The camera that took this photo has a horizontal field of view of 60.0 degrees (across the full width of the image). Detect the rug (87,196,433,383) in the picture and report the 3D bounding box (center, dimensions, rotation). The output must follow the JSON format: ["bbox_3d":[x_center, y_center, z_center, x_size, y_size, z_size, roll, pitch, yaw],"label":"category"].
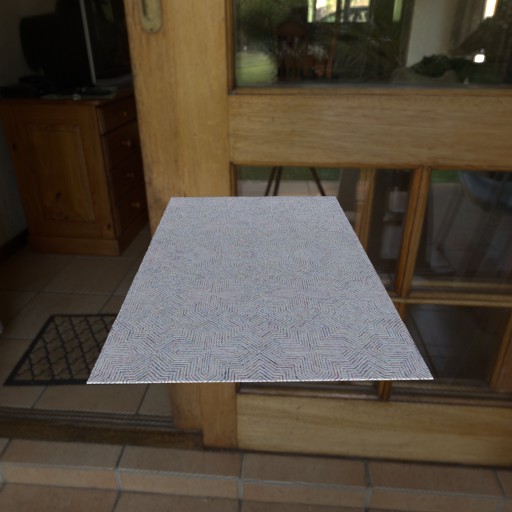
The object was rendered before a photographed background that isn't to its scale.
[{"bbox_3d":[0.000,0.000,3.020,1.519,0.007,2.428,0,27,-1],"label":"rug"}]
